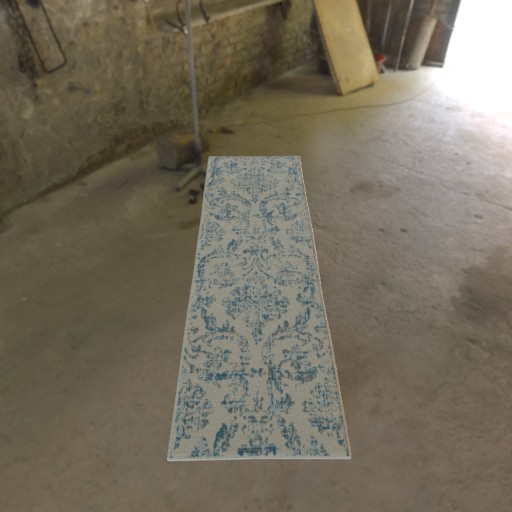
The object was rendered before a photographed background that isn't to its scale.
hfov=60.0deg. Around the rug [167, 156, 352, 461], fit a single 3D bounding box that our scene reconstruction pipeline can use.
[{"bbox_3d":[0.000,0.000,2.405,0.662,0.011,2.196,0,41,-1],"label":"rug"}]
